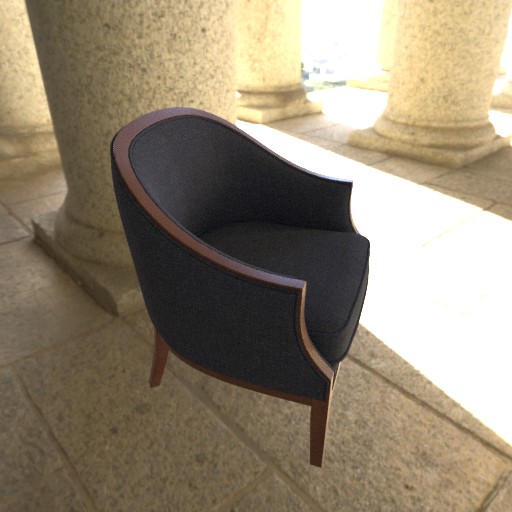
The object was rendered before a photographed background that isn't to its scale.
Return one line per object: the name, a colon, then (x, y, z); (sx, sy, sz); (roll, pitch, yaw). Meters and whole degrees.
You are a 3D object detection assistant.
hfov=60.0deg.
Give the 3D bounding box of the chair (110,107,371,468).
chair: (0.000, 0.000, 1.475); (0.735, 0.876, 0.803); (10, 31, 17)
